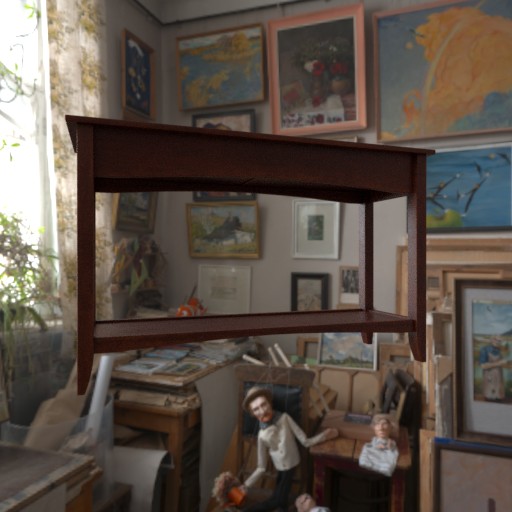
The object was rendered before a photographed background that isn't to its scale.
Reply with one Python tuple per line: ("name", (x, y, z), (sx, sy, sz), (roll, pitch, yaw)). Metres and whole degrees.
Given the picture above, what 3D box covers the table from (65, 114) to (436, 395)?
("table", (0.000, 0.000, 1.532), (1.188, 0.739, 0.392), (0, 0, -19))
